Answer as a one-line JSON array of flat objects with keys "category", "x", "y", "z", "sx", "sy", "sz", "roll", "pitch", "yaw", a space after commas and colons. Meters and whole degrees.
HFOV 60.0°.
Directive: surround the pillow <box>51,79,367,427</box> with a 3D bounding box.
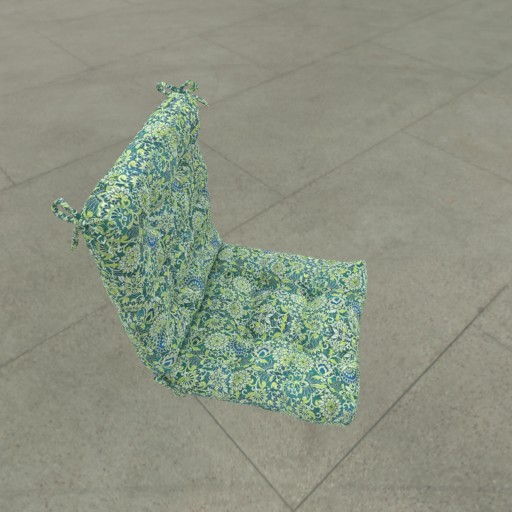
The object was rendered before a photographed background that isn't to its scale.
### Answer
[{"category": "pillow", "x": 0.000, "y": 0.000, "z": 1.023, "sx": 0.571, "sy": 0.605, "sz": 0.519, "roll": 9, "pitch": 47, "yaw": 9}]
